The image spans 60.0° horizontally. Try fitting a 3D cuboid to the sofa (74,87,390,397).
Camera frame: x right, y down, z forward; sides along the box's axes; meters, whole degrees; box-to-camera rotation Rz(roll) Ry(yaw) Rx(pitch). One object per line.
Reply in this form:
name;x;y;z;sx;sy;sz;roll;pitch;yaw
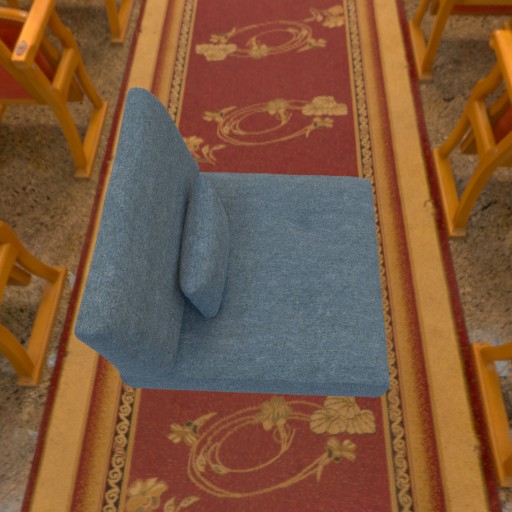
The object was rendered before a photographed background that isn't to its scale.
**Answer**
sofa;0.000;0.000;1.699;1.000;0.820;0.930;2;64;1
